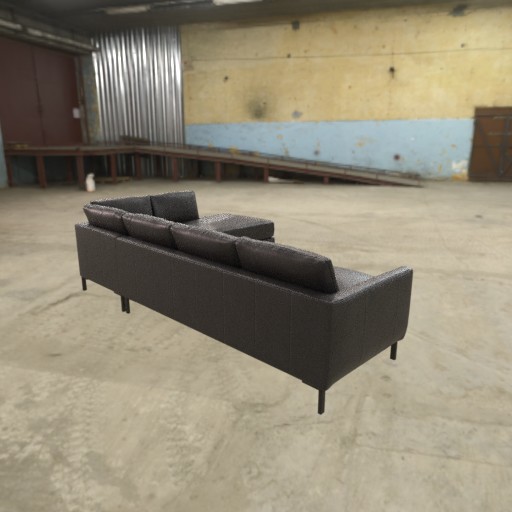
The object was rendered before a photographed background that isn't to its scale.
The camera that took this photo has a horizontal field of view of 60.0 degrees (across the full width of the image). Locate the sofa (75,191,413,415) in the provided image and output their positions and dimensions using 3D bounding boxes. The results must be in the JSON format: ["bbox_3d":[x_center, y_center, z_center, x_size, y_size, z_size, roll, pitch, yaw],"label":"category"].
[{"bbox_3d":[0.000,0.000,3.890,2.984,0.877,1.938,14,20,43],"label":"sofa"}]
